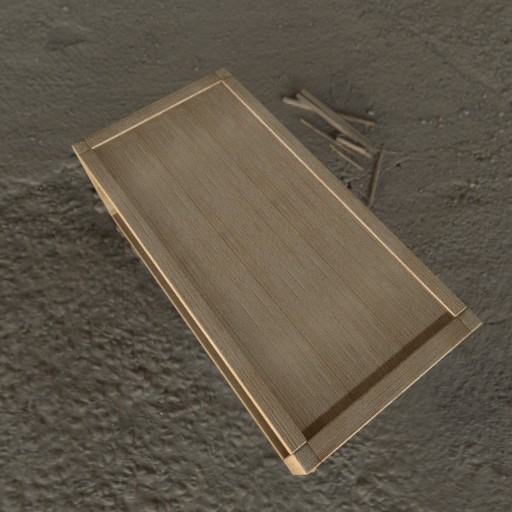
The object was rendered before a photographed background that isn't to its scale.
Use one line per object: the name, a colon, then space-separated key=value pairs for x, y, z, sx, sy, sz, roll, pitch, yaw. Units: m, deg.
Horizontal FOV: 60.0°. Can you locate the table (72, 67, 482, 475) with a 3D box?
table: x=0.000 y=0.000 z=1.627 sx=0.660 sy=0.457 sz=1.321 roll=-34 pitch=68 yaw=-15
